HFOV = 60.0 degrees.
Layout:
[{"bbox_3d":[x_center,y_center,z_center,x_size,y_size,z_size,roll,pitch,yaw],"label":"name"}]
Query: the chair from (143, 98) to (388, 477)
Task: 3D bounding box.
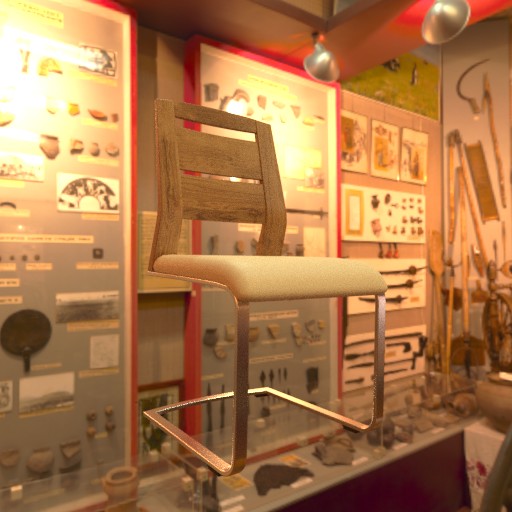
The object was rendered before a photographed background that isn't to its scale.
[{"bbox_3d":[0.000,0.000,1.229,0.457,0.955,0.561,1,-1,-35],"label":"chair"}]
